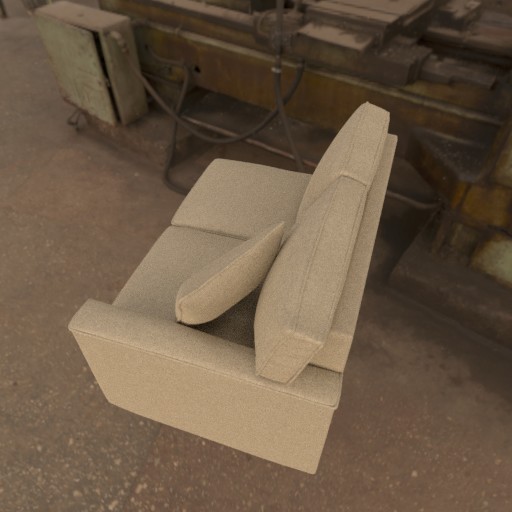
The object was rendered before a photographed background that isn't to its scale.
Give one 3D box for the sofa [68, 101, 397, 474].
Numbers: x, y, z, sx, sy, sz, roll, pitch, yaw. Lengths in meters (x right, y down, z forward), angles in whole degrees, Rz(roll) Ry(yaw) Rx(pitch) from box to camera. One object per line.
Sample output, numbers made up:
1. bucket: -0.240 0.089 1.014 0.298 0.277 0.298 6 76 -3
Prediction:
1. sofa: 0.000 0.000 2.023 0.991 0.989 1.388 14 47 13
